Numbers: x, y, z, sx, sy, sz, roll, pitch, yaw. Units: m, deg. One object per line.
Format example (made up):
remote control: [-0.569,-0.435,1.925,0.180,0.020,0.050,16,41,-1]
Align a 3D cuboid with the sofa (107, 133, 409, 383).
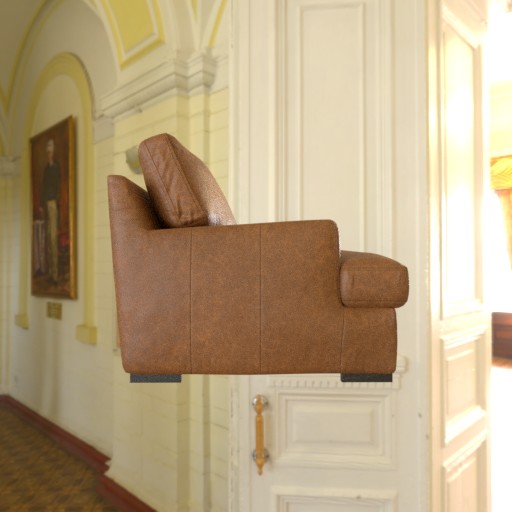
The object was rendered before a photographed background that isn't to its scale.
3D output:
sofa: [0.000,0.000,2.536,1.144,0.966,1.880,0,-1,0]
